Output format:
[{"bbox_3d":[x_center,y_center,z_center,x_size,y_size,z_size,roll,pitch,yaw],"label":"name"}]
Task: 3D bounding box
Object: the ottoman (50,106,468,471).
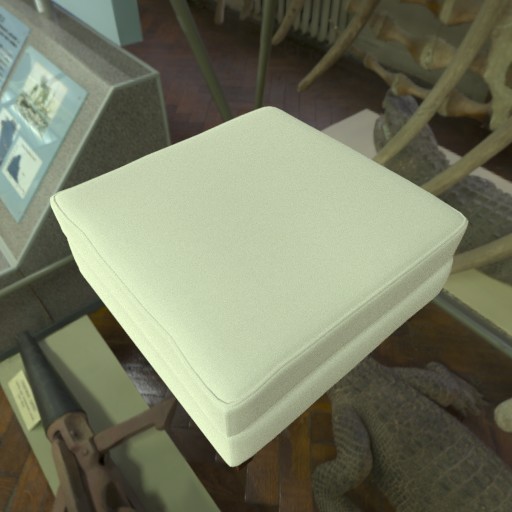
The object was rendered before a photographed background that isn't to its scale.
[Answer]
[{"bbox_3d":[0.000,0.000,1.329,0.838,0.479,0.838,-32,54,-26],"label":"ottoman"}]
